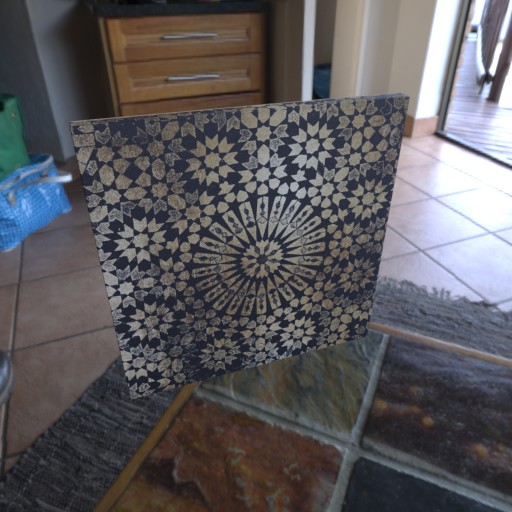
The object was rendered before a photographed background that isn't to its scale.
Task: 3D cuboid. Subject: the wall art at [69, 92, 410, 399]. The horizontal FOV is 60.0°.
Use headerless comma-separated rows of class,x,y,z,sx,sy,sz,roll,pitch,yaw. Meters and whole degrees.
wall art,0.000,0.000,0.934,0.612,0.612,0.038,-11,34,-17
